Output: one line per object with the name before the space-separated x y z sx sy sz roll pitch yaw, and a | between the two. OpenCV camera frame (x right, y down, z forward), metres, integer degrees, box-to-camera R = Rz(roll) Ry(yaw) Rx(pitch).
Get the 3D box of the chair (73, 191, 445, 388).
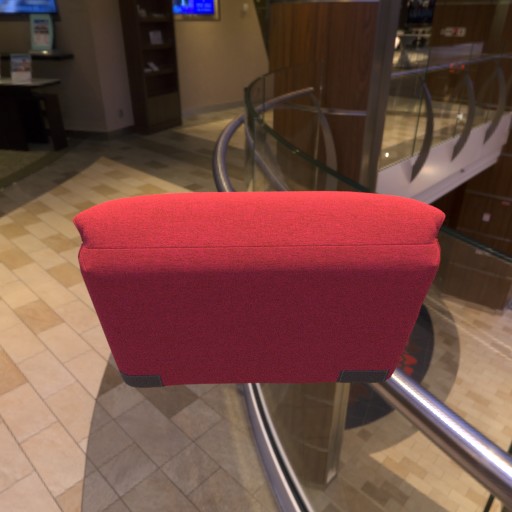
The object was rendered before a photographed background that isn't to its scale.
chair | 0.000 0.000 1.355 0.820 0.580 0.780 -1 28 -2
